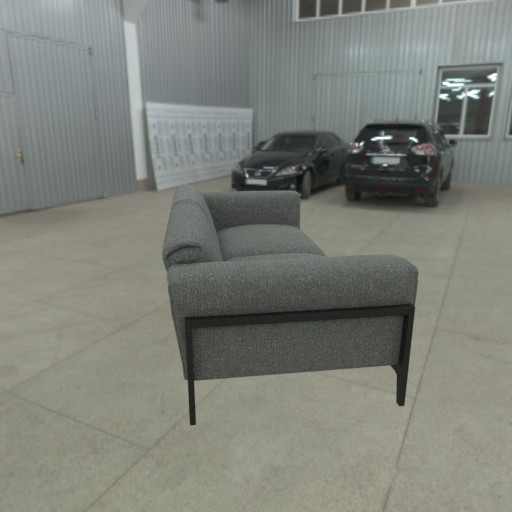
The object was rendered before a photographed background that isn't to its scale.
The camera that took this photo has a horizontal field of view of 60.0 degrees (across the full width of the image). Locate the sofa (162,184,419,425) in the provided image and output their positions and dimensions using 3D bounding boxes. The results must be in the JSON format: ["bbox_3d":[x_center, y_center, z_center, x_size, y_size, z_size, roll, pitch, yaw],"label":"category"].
[{"bbox_3d":[0.000,0.000,2.650,0.985,0.703,2.125,-2,17,-8],"label":"sofa"}]
